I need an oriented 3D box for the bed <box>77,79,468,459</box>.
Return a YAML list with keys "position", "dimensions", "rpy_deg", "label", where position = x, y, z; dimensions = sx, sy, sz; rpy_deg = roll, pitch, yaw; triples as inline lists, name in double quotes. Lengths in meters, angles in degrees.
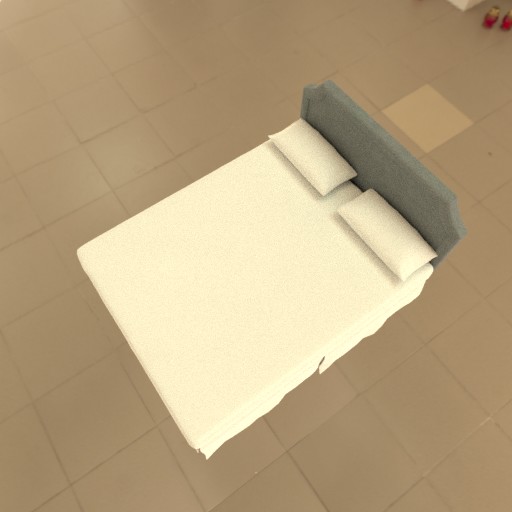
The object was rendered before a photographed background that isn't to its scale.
- position: [0.000, 0.000, 3.598]
  dimensions: [2.464, 1.306, 1.977]
  rpy_deg: [-33, 68, -15]
  label: "bed"
